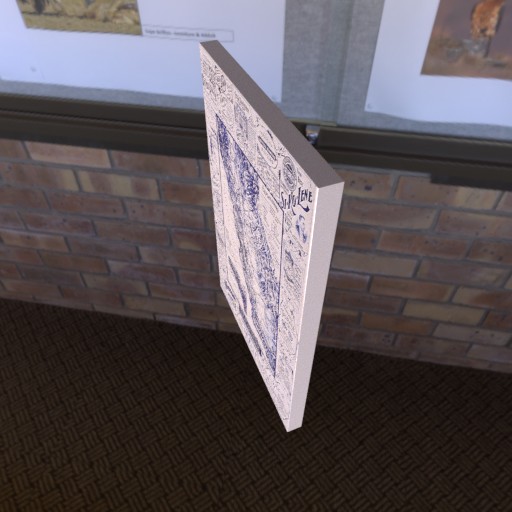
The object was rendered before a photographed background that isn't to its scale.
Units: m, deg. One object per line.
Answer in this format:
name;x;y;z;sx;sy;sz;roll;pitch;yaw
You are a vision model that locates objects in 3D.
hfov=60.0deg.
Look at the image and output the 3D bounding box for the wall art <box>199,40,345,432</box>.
wall art;0.000;0.000;0.997;0.039;0.753;0.511;-16;48;-15
